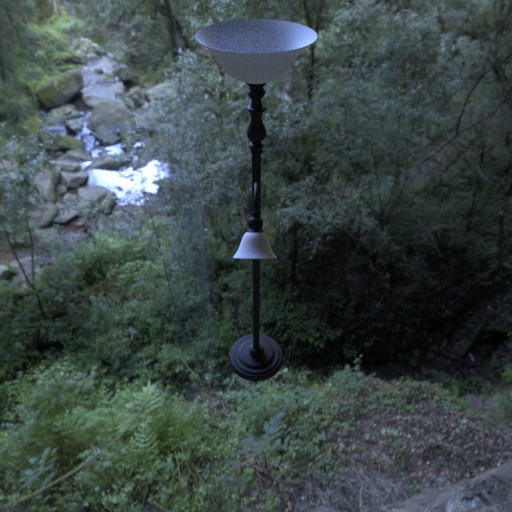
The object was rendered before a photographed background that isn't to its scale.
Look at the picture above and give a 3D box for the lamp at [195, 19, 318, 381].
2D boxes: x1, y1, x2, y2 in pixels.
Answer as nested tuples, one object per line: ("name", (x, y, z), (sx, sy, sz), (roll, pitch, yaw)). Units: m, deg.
("lamp", (0.000, 0.000, 1.993), (0.405, 1.793, 0.588), (1, 41, 1))
